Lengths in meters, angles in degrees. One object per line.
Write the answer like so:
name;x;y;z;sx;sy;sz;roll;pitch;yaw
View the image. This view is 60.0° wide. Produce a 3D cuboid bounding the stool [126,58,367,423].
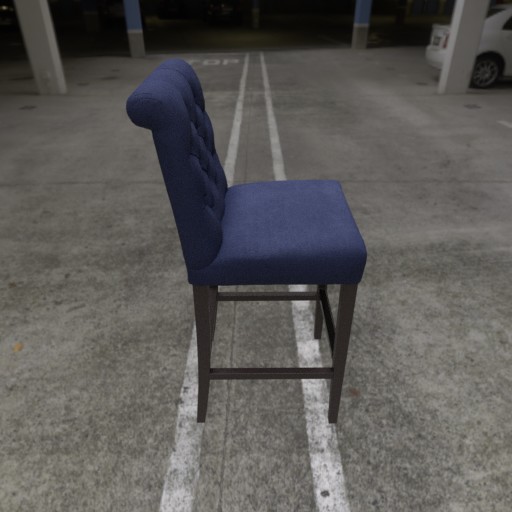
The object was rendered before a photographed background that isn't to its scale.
stool;0.000;0.000;1.460;0.601;1.140;0.493;0;33;0
